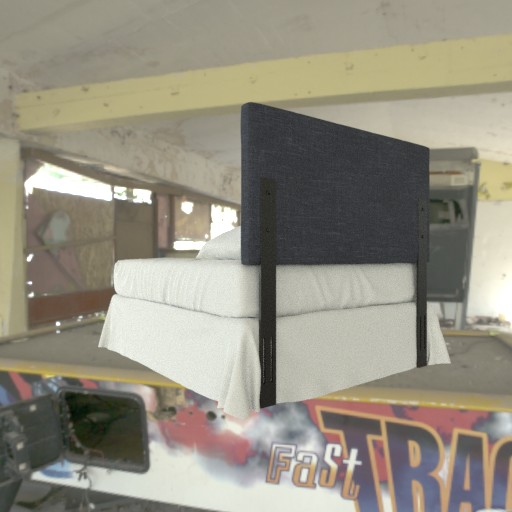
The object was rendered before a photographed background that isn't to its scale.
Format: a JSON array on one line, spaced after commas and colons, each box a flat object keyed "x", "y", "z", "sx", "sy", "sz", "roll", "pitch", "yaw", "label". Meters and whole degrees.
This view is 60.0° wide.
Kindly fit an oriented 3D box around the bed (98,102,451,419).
[{"x": 0.000, "y": 0.000, "z": 3.537, "sx": 1.936, "sy": 1.577, "sz": 2.222, "roll": 0, "pitch": 0, "yaw": -37, "label": "bed"}]
